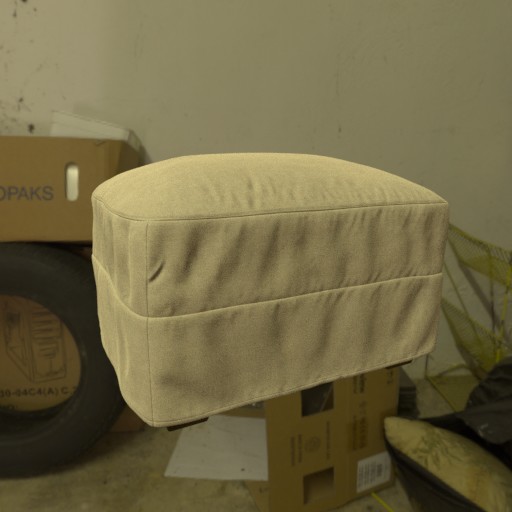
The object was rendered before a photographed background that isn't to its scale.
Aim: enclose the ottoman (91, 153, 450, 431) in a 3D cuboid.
[{"bbox_3d":[0.000,0.000,1.059,0.712,0.480,0.584,-7,15,-26],"label":"ottoman"}]
